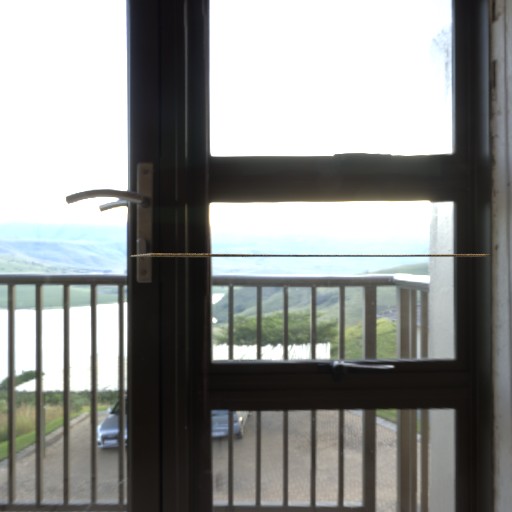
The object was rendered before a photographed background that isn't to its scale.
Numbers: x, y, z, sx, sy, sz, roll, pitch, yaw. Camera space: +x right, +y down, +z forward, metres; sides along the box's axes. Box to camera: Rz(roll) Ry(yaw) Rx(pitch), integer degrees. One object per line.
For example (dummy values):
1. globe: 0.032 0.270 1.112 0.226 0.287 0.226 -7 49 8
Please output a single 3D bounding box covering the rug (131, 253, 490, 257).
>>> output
1. rug: 0.000 0.000 2.179 1.143 0.010 1.758 0 0 -17
